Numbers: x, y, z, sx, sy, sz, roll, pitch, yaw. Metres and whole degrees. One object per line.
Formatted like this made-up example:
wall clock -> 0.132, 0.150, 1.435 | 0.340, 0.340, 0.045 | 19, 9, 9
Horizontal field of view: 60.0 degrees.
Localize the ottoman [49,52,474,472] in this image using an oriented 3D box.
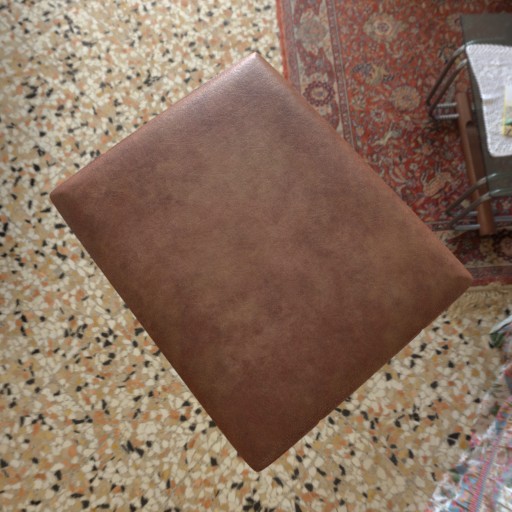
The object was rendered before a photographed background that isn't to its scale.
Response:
ottoman -> 0.000, 0.000, 1.775 | 0.965, 0.667, 1.186 | -38, 79, -9
